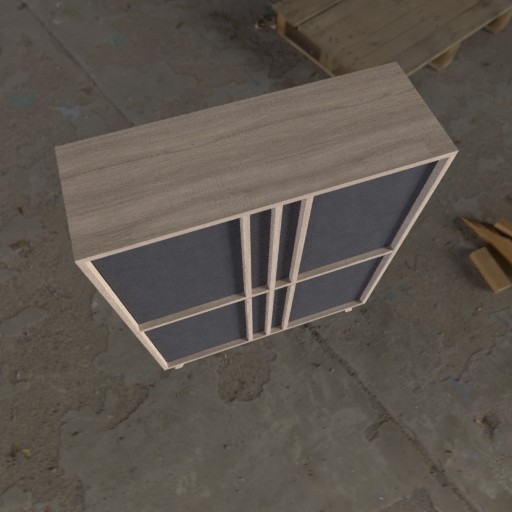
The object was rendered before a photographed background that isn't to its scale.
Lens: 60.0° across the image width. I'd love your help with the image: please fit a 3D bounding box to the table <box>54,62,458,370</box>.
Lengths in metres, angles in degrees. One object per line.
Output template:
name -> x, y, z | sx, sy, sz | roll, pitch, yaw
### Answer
table -> 0.000, 0.000, 1.911 | 1.111, 1.388, 0.398 | -17, 64, -8
